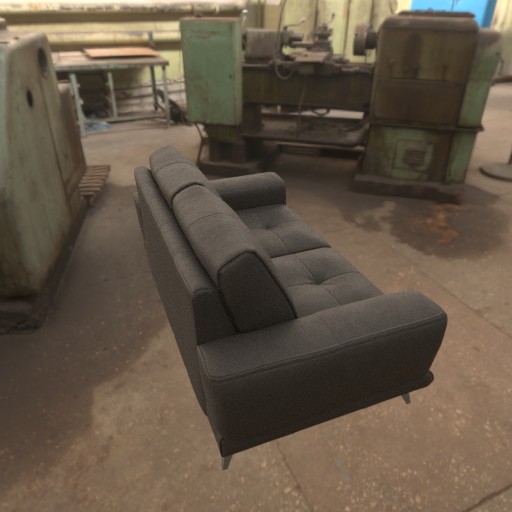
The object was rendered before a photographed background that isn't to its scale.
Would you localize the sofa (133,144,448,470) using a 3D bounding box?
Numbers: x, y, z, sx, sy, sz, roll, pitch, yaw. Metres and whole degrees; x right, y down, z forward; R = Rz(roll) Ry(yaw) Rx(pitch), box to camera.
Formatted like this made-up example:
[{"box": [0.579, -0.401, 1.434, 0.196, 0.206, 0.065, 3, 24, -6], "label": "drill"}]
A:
[{"box": [0.000, 0.000, 2.358, 1.018, 0.907, 1.806, -12, 33, -18], "label": "sofa"}]
